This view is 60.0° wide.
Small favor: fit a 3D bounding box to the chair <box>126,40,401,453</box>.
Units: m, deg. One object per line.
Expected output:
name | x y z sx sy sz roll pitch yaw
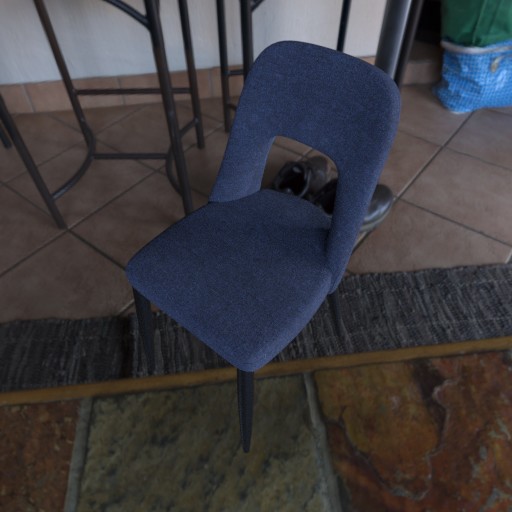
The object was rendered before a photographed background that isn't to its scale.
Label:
chair | 0.000 0.000 1.216 0.470 0.931 0.612 32 55 26
